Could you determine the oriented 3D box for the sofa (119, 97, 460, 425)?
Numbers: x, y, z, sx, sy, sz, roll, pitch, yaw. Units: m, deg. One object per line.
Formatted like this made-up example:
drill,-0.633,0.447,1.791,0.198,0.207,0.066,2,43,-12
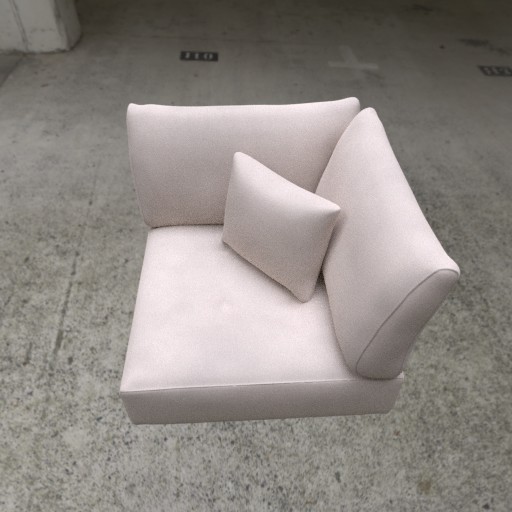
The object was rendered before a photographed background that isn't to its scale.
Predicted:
sofa,0.000,0.000,1.711,1.000,0.820,1.000,-2,45,-2
